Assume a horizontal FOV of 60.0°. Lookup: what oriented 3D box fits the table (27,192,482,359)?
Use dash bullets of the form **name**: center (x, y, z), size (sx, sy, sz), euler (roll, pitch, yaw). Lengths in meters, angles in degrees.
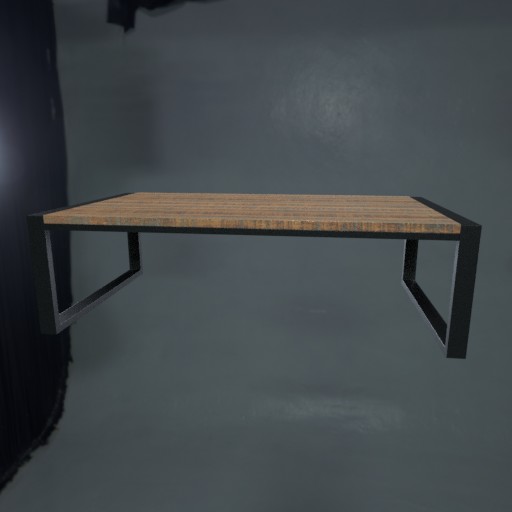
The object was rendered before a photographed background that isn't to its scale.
- **table**: center (0.000, 0.000, 1.708), size (1.350, 0.400, 0.750), euler (2, 14, 8)
